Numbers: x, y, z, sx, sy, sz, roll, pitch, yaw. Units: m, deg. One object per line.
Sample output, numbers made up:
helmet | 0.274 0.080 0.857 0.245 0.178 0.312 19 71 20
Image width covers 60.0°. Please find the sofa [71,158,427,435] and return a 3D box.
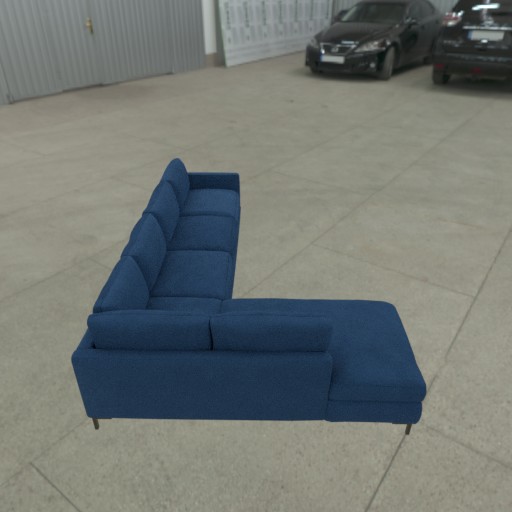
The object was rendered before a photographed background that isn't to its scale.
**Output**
sofa | 0.000 0.000 3.752 2.007 0.815 2.949 0 31 1
